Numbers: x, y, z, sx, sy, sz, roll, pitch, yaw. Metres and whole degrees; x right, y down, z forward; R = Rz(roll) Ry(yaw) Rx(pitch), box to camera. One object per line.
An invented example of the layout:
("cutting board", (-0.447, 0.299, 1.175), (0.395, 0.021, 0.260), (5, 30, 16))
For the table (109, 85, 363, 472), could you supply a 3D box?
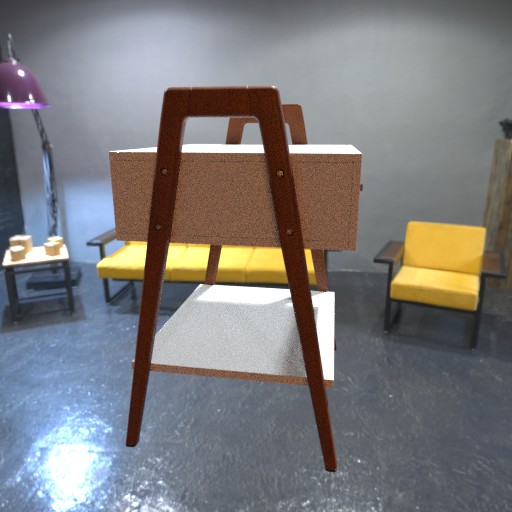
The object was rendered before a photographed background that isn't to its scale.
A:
("table", (0.000, 0.000, 0.904), (0.405, 0.610, 0.457), (3, 16, 9))
